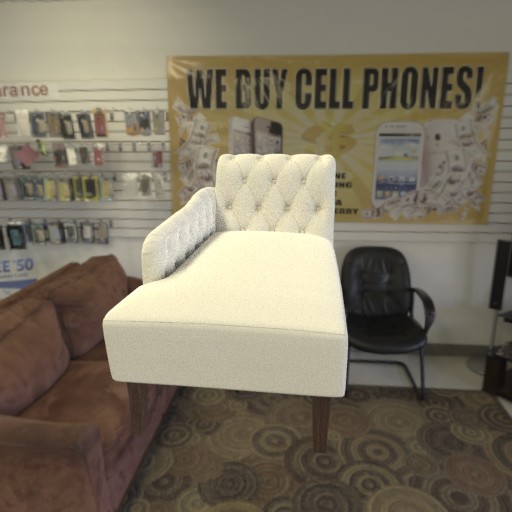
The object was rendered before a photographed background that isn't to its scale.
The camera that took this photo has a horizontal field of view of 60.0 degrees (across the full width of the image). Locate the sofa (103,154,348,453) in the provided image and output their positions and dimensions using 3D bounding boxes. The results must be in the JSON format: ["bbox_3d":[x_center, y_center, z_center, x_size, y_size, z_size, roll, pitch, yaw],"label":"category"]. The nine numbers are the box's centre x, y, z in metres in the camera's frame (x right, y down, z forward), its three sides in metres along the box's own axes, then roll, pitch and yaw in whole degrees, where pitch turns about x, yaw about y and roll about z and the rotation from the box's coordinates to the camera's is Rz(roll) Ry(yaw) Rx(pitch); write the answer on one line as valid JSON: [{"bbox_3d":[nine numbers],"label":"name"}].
[{"bbox_3d":[0.000,0.000,1.818,0.675,0.787,1.379,2,15,8],"label":"sofa"}]
